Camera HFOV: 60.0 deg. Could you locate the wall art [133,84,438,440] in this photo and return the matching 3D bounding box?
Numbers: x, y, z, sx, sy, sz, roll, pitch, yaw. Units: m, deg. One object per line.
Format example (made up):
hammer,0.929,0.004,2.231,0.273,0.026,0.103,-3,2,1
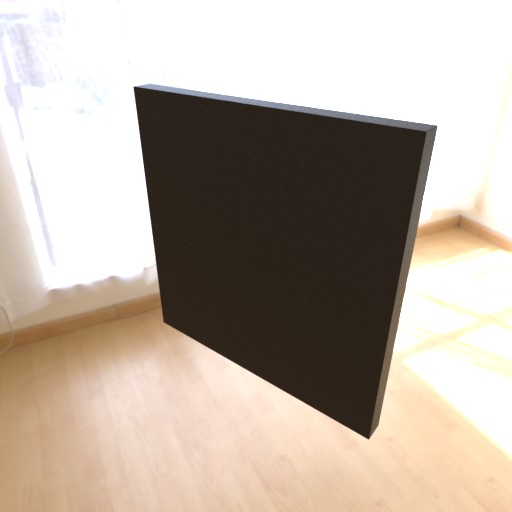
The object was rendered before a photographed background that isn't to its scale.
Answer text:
wall art,0.000,0.000,0.760,0.507,0.507,0.038,21,36,33
